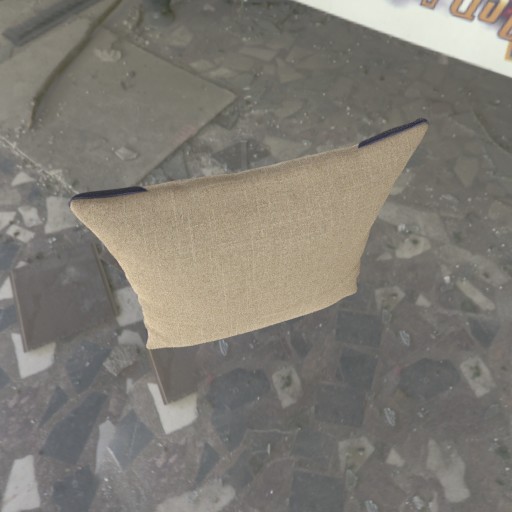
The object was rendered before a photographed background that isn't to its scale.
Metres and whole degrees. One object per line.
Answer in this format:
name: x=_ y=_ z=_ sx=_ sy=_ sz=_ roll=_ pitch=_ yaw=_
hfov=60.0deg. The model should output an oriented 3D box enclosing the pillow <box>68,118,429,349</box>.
pillow: x=0.000 y=0.000 z=0.696 sx=0.440 sy=0.441 sz=0.147 roll=-15 pitch=59 yaw=-9
